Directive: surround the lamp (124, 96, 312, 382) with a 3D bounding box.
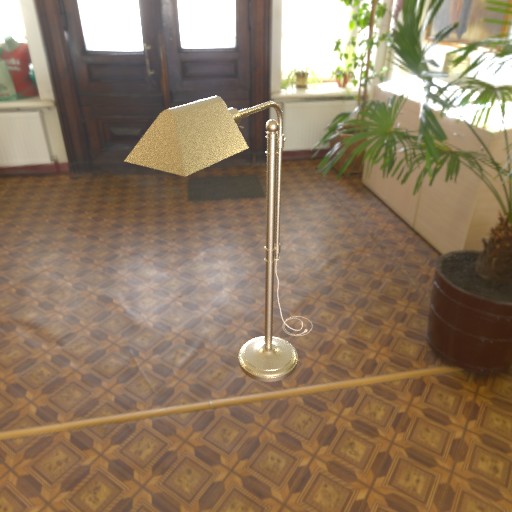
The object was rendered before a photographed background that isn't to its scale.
[{"bbox_3d":[0.000,0.000,0.972,0.159,0.708,0.546,19,35,28],"label":"lamp"}]
